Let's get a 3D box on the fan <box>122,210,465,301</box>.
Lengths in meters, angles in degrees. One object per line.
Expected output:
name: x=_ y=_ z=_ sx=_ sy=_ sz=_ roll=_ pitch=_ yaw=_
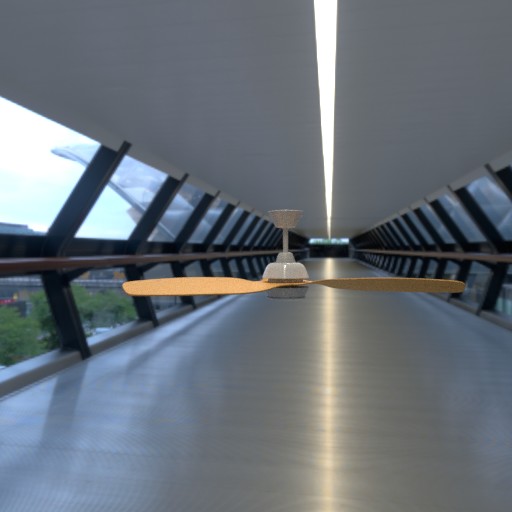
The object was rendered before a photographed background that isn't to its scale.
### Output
fan: x=0.000 y=0.000 z=1.685 sx=1.010 sy=0.355 sz=1.142 roll=0 pitch=0 yaw=-36
